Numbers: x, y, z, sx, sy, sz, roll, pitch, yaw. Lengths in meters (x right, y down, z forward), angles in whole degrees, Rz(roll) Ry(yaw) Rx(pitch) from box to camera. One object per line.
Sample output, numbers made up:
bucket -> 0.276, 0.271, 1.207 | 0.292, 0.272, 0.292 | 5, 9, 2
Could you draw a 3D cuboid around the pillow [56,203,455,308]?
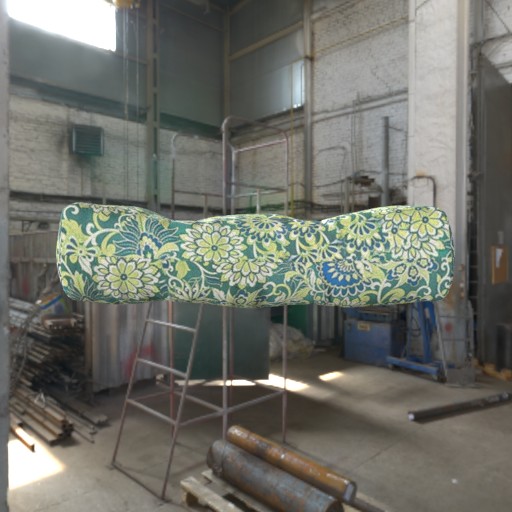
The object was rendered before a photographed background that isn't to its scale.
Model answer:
pillow -> 0.000, 0.000, 0.731 | 0.468, 0.128, 0.490 | 0, 1, 0
